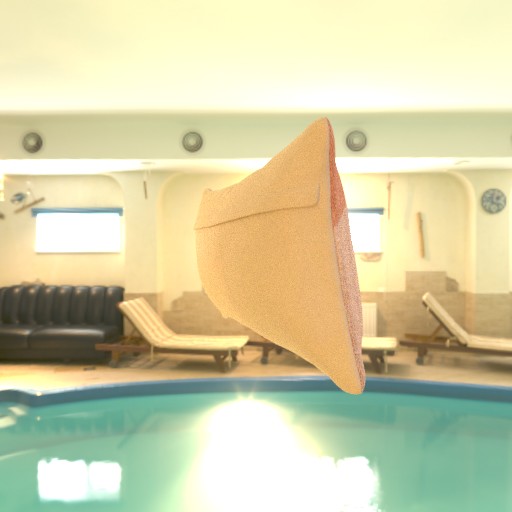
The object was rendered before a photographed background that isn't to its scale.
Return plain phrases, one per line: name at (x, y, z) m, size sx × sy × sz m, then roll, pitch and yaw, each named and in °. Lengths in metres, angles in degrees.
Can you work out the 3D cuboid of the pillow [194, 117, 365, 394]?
pillow at (0.000, 0.000, 0.724) m, size 0.155 × 0.292 × 0.609 m, roll 0°, pitch 1°, yaw -18°
